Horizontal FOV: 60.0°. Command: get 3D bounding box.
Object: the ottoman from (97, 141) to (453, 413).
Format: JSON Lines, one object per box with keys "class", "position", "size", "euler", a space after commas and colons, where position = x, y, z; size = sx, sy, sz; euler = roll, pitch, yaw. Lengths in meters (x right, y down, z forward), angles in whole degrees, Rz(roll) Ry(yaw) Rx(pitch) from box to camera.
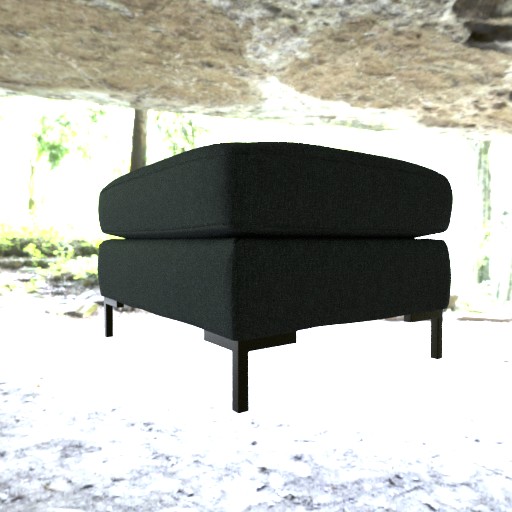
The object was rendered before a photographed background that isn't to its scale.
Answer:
{"class": "ottoman", "position": [0.000, 0.000, 1.297], "size": [0.695, 0.533, 0.831], "euler": [-1, 2, -36]}
